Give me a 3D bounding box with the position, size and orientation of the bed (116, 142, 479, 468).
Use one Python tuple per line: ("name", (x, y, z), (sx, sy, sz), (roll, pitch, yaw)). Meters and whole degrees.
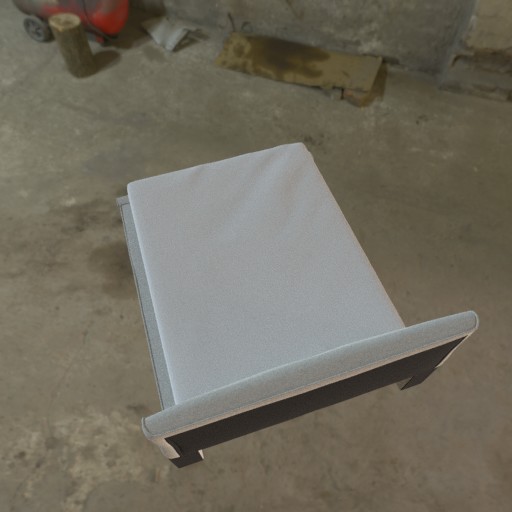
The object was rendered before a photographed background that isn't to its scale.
("bed", (0.000, 0.000, 3.456), (1.980, 1.126, 2.498), (-15, 59, -10))
